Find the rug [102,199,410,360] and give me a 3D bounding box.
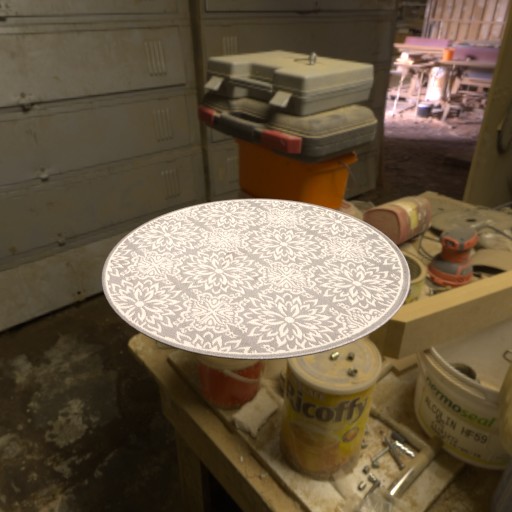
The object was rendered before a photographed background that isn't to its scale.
[{"bbox_3d":[0.000,0.000,2.387,1.593,0.012,1.593,0,30,0],"label":"rug"}]
